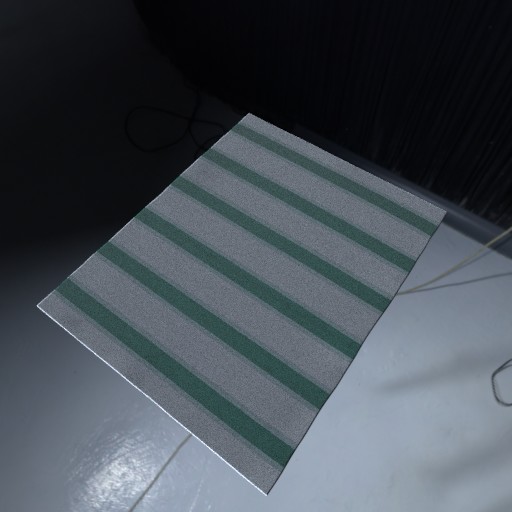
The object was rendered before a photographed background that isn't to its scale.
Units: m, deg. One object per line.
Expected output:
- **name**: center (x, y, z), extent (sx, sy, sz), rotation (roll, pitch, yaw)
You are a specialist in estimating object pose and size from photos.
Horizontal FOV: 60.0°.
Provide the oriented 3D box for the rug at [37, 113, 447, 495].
- **rug**: center (0.000, 0.000, 4.066), extent (2.434, 0.019, 3.041), rotation (32, 63, 18)
